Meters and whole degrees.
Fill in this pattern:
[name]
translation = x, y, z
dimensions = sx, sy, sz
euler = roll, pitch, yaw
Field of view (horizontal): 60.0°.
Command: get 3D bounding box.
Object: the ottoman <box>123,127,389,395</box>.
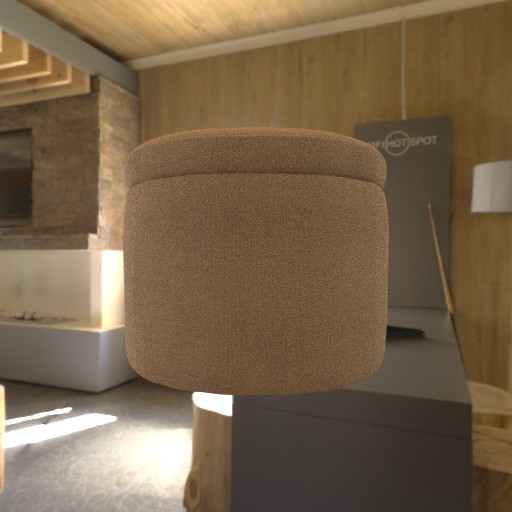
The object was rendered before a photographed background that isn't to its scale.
[ottoman]
translation = 0.000, 0.000, 0.868
dimensions = 0.497, 0.409, 0.497
euler = 0, 1, 0
